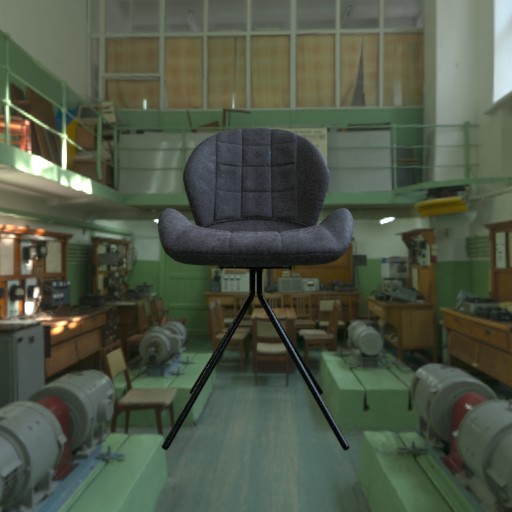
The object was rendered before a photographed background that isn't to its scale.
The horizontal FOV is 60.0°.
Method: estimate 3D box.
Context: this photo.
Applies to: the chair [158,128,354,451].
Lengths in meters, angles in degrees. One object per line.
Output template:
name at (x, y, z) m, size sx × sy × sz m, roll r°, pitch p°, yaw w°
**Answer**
chair at (0.000, 0.000, 1.324) m, size 0.527 × 0.934 × 0.640 m, roll 0°, pitch 0°, yaw 0°
